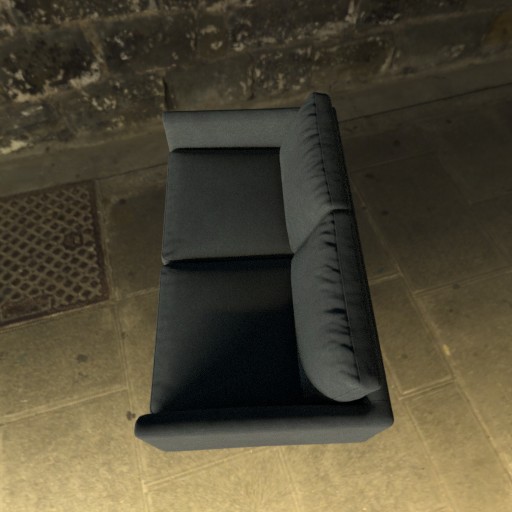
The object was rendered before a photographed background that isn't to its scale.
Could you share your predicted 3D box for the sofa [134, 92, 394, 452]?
[{"bbox_3d":[0.000,0.000,2.475,1.091,0.845,1.909,-2,60,-1],"label":"sofa"}]
